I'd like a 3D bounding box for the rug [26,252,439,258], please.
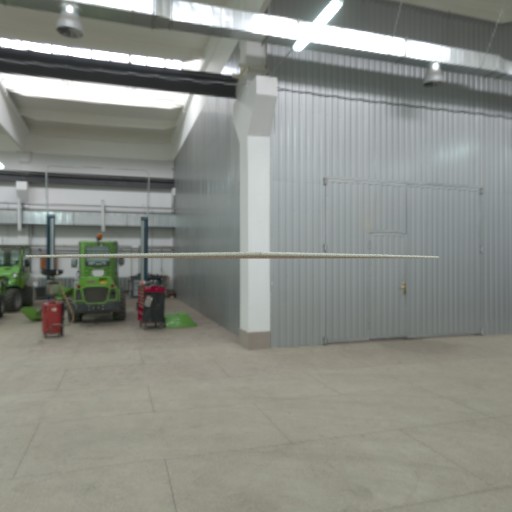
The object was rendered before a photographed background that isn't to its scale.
[{"bbox_3d":[0.000,0.000,3.906,2.311,0.032,2.921,0,-1,38],"label":"rug"}]
